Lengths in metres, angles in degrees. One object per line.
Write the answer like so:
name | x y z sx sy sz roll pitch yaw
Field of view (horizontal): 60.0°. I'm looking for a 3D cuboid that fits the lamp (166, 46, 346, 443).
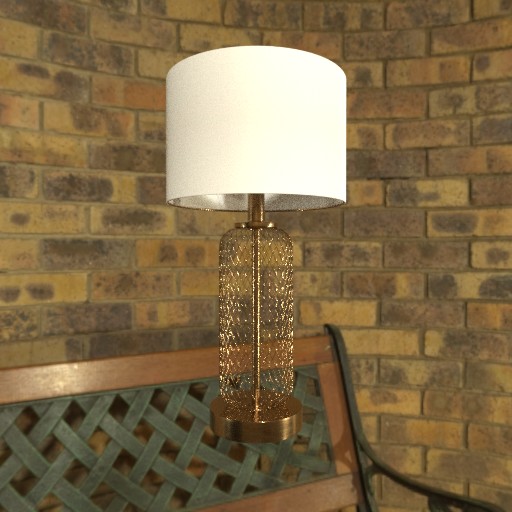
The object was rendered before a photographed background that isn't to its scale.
lamp | 0.000 0.000 0.634 0.252 0.483 0.252 0 1 37
